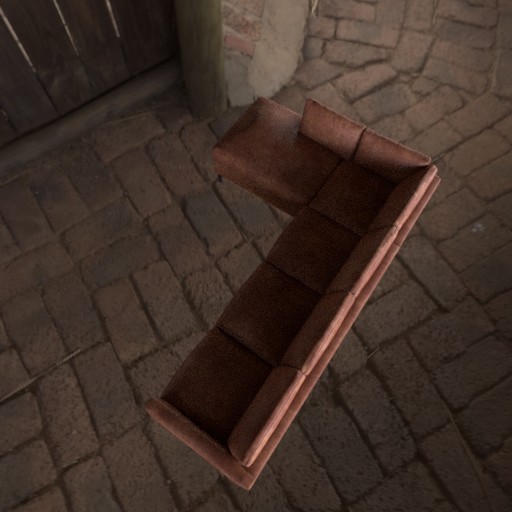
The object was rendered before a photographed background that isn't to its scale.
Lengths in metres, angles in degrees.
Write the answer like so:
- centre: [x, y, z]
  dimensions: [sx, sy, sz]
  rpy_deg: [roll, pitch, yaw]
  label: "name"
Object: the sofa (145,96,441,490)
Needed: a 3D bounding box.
- centre: [0.000, 0.000, 3.780]
  dimensions: [1.938, 0.877, 2.984]
  rpy_deg: [32, 69, 14]
  label: "sofa"
